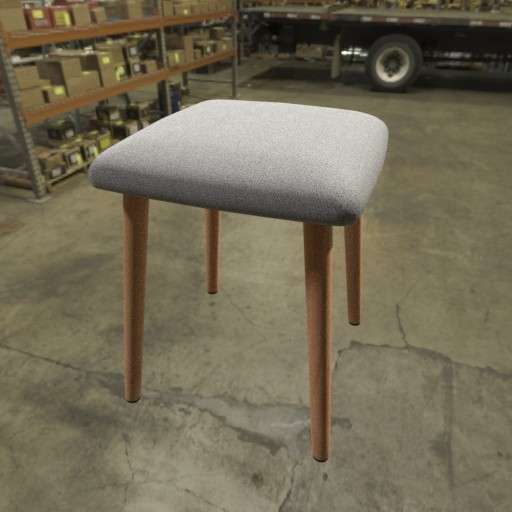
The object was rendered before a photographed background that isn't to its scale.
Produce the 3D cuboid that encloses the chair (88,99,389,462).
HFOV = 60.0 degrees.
[{"bbox_3d":[0.000,0.000,0.715,0.350,0.440,0.350,11,33,17],"label":"chair"}]
